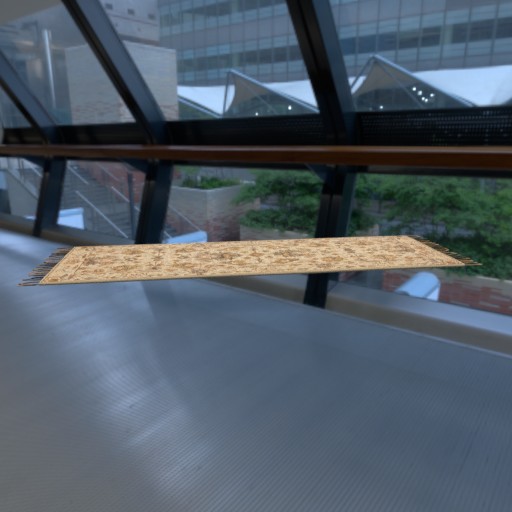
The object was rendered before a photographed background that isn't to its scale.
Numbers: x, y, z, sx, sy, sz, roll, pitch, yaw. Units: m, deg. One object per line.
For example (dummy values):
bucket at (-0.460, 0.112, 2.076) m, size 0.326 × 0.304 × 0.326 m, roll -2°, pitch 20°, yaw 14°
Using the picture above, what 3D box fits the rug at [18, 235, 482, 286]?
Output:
rug at (0.000, 0.000, 2.632) m, size 2.438 × 0.021 × 0.729 m, roll -2°, pitch 16°, yaw -8°
